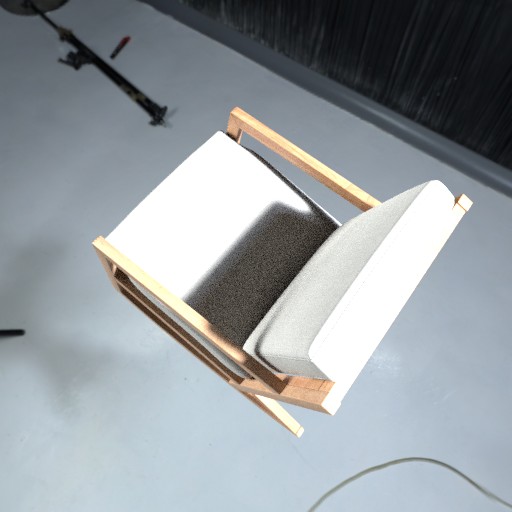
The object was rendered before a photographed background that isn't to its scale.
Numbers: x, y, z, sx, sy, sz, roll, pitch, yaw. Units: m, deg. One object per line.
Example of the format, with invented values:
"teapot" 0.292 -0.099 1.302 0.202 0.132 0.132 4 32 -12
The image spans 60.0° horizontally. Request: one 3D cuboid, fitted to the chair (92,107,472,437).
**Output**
"chair" 0.000 0.000 1.378 0.857 0.790 0.622 35 68 16
